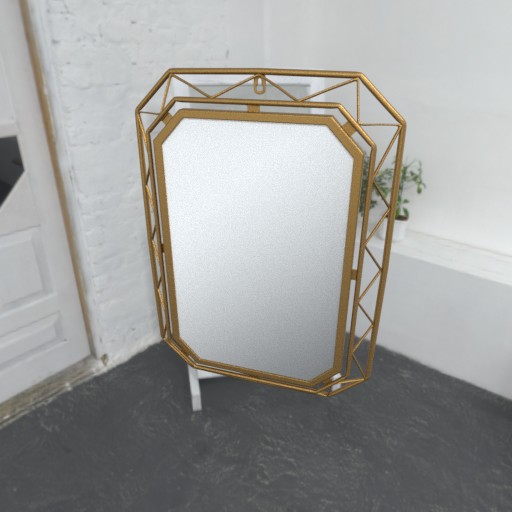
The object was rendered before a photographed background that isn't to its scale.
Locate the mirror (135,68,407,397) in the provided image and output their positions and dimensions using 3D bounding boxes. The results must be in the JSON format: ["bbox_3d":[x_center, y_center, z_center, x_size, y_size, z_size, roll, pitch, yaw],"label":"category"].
[{"bbox_3d":[0.000,0.000,0.725,0.417,0.566,0.042,8,27,15],"label":"mirror"}]
